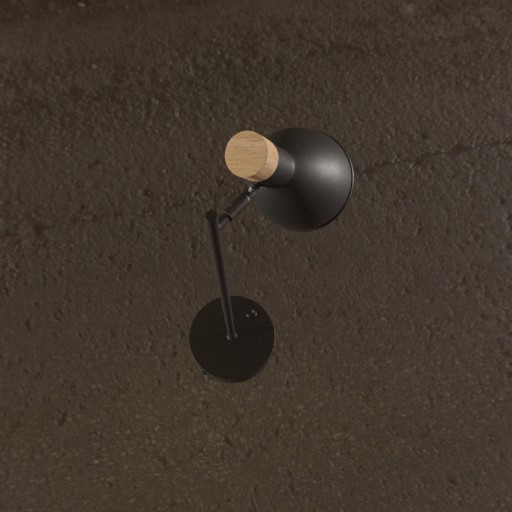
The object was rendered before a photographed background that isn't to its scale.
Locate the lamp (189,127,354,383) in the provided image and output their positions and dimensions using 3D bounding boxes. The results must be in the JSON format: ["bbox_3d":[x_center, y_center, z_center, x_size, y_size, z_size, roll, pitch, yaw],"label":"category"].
[{"bbox_3d":[0.000,0.000,0.603,0.152,0.483,0.287,37,69,17],"label":"lamp"}]
